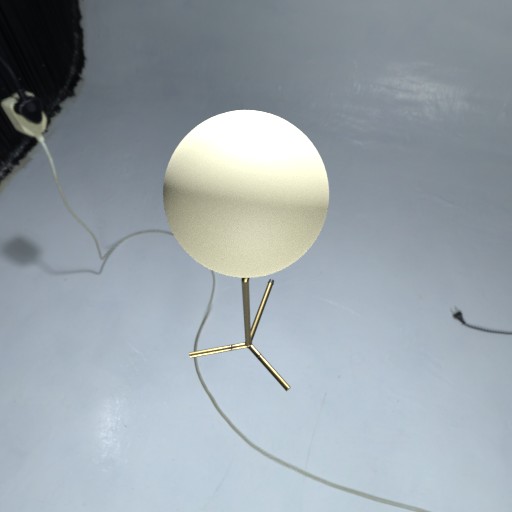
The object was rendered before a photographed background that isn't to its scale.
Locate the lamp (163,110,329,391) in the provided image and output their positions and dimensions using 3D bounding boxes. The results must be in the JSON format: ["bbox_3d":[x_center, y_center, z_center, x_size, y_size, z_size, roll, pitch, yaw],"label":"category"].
[{"bbox_3d":[0.000,0.000,0.677,0.210,0.552,0.251,17,60,10],"label":"lamp"}]
